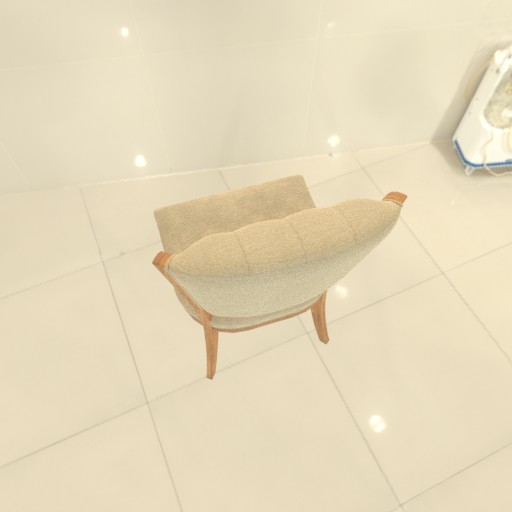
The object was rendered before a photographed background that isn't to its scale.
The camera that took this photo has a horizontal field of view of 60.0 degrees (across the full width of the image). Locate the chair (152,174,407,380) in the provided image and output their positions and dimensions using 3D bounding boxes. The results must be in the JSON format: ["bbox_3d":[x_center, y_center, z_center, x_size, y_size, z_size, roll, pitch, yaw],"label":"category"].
[{"bbox_3d":[0.000,0.000,1.262,0.513,0.905,0.584,-15,60,-9],"label":"chair"}]
